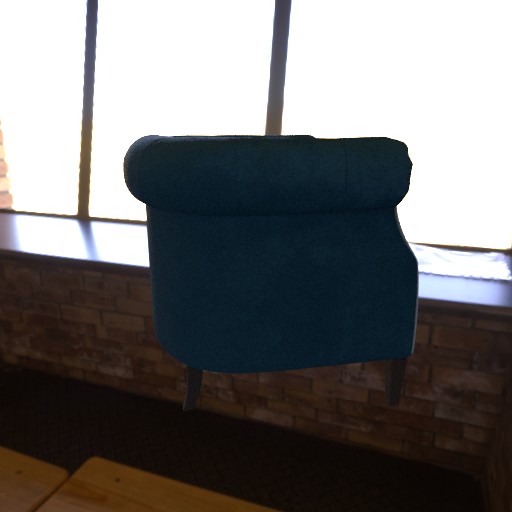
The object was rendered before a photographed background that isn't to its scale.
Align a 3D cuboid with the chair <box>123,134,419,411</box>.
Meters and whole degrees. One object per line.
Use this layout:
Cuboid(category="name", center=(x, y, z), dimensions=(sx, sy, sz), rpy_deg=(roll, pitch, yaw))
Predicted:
Cuboid(category="chair", center=(0.000, 0.000, 1.558), dimensions=(0.851, 0.826, 0.904), rpy_deg=(-3, 16, -11))
